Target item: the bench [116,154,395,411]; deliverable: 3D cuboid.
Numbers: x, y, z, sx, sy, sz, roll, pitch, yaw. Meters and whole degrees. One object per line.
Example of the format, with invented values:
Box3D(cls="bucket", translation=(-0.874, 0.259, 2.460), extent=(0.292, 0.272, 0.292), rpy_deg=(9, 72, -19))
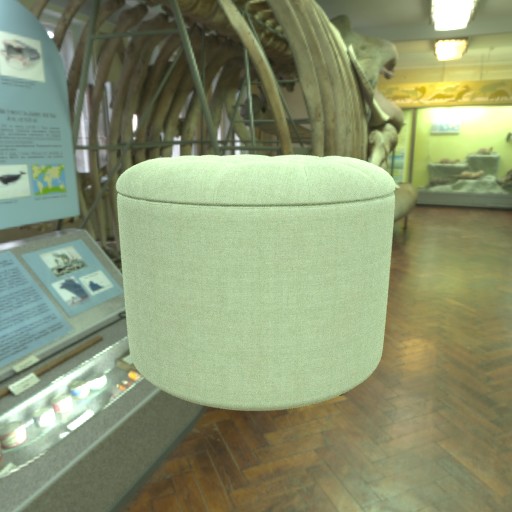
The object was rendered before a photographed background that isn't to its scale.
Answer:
Box3D(cls="bench", translation=(0.000, 0.000, 1.033), extent=(0.600, 0.453, 0.600), rpy_deg=(0, 15, 0))
